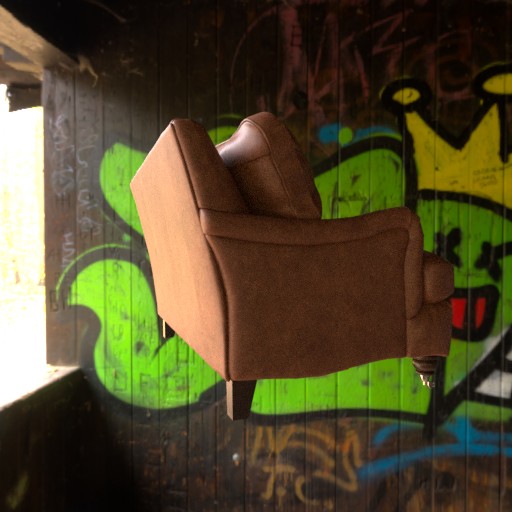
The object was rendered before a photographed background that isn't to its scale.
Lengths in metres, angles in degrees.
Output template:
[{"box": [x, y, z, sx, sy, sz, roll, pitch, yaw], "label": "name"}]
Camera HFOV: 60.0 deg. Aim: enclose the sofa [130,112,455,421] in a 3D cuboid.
[{"box": [0.000, 0.000, 2.155, 1.077, 1.004, 1.527, 0, 1, -21], "label": "sofa"}]
